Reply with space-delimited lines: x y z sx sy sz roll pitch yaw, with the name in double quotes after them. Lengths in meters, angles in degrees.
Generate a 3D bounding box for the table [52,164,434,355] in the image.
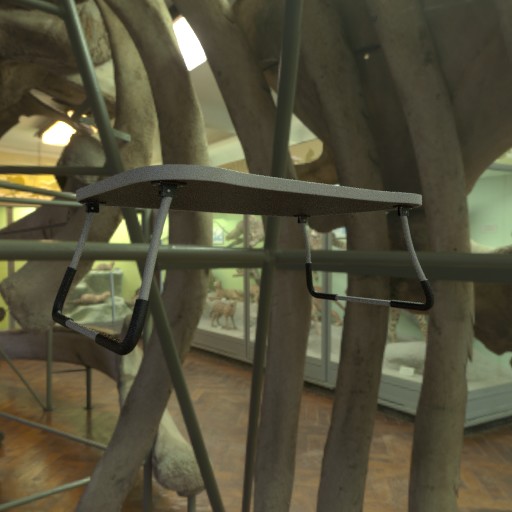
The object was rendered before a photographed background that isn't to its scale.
0.000 0.000 0.852 0.660 0.232 0.400 -1 1 -37 "table"
